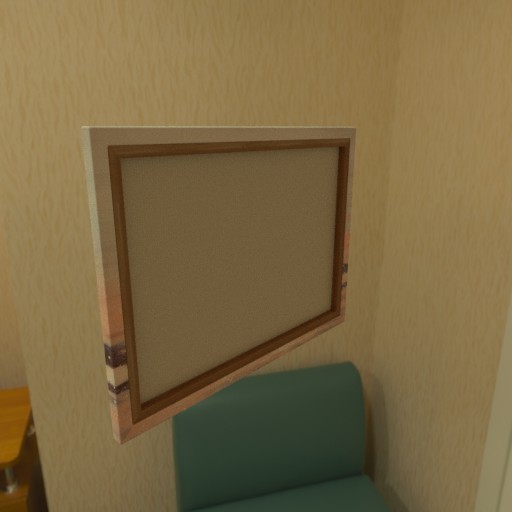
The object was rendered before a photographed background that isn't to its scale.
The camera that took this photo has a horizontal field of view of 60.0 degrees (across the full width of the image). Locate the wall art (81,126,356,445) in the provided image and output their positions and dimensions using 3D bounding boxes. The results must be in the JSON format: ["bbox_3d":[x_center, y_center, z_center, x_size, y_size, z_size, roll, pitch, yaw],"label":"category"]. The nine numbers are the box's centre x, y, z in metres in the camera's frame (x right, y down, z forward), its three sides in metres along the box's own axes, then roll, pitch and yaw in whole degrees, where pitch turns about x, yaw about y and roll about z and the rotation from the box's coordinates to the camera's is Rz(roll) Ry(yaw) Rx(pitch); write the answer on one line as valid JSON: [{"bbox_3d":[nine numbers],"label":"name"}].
[{"bbox_3d":[0.000,0.000,1.361,0.038,0.763,1.015,15,22,41],"label":"wall art"}]
